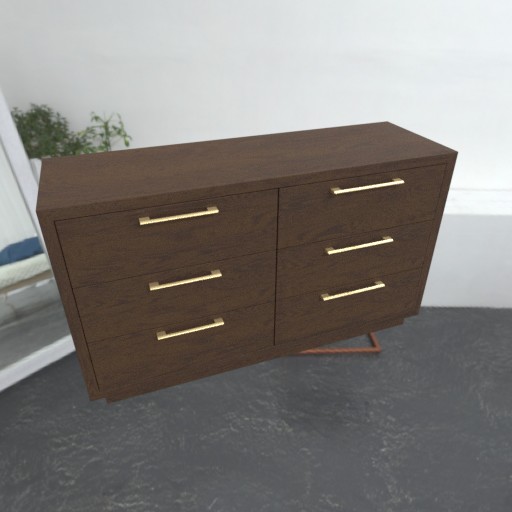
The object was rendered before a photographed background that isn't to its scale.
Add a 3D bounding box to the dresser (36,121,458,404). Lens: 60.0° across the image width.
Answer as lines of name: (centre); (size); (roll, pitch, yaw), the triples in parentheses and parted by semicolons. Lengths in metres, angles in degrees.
dresser: (0.000, 0.000, 1.916); (1.523, 0.889, 0.512); (-11, 33, -17)
